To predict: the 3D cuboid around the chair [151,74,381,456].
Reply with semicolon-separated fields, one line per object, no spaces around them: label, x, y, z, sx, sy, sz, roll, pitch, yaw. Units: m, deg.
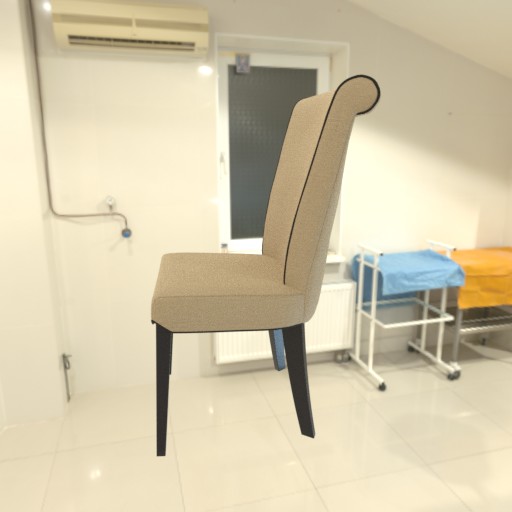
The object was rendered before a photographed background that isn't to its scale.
chair;0.000;0.000;1.375;0.623;0.997;0.522;-2;14;-8
